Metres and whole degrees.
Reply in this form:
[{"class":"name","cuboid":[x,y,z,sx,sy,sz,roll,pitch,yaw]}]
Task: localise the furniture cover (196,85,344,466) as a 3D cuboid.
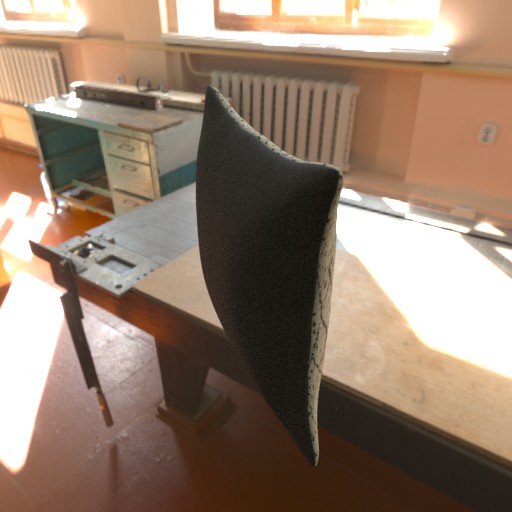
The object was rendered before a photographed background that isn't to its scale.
[{"class":"furniture cover","cuboid":[0.000,0.000,0.788,0.180,0.498,0.525,-11,32,-17]}]
